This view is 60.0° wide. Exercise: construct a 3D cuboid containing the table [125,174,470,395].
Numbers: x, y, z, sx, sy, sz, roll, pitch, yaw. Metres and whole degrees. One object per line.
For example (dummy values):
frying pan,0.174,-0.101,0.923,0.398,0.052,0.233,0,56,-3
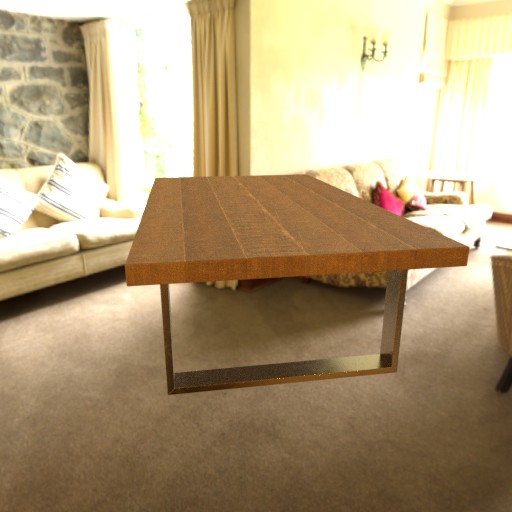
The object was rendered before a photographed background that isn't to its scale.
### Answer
table,0.000,0.000,1.720,0.800,0.440,1.400,-3,18,-9
